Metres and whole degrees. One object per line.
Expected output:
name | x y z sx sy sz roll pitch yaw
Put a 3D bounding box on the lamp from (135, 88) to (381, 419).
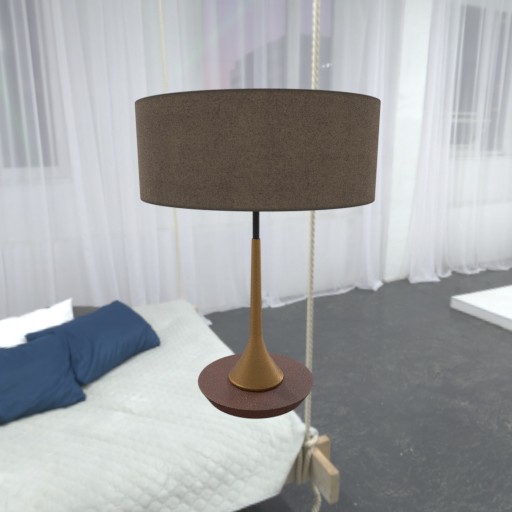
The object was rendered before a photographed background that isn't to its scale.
lamp | 0.000 0.000 0.819 0.396 0.551 0.417 -13 18 -43
